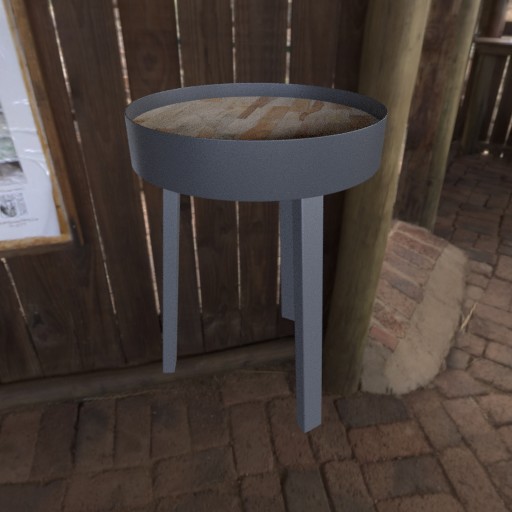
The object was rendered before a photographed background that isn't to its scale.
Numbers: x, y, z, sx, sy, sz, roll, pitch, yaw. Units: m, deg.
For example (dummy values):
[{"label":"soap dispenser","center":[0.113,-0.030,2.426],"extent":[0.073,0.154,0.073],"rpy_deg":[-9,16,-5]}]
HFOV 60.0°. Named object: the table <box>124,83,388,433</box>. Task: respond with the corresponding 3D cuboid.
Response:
[{"label":"table","center":[0.000,0.000,0.847],"extent":[0.406,0.559,0.406],"rpy_deg":[0,30,0]}]
